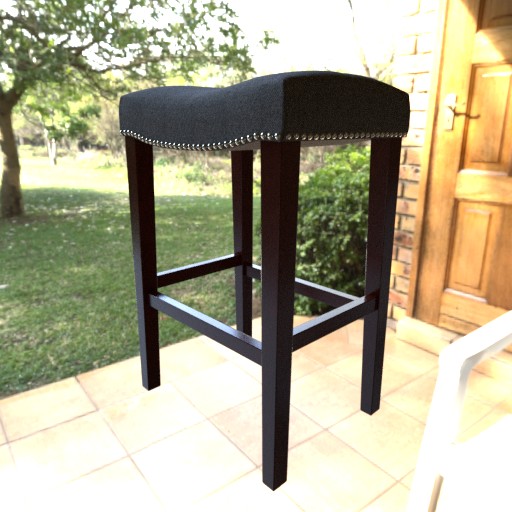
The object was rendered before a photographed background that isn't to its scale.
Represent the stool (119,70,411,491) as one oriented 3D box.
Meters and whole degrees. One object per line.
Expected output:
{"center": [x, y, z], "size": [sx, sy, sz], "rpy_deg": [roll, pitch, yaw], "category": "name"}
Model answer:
{"center": [0.000, 0.000, 1.005], "size": [0.372, 0.742, 0.504], "rpy_deg": [-15, 22, -41], "category": "stool"}
